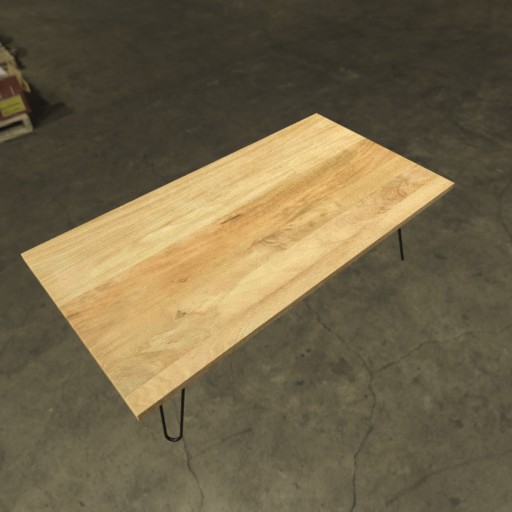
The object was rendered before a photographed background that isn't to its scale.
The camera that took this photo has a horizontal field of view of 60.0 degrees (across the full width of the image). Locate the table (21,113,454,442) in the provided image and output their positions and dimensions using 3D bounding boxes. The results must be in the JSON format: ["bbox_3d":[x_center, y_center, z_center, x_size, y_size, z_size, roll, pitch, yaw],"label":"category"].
[{"bbox_3d":[0.000,0.000,1.658,1.348,0.400,0.699,-32,54,-27],"label":"table"}]
